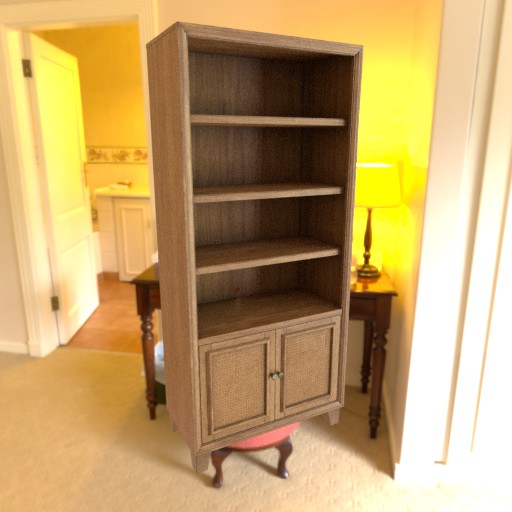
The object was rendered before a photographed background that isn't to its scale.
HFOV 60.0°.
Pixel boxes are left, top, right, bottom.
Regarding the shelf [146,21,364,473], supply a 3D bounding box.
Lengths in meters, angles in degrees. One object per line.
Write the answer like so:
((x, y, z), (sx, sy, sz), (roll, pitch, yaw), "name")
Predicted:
((0.000, 0.000, 2.200), (0.864, 1.930, 0.453), (-7, 16, -27), "shelf")
